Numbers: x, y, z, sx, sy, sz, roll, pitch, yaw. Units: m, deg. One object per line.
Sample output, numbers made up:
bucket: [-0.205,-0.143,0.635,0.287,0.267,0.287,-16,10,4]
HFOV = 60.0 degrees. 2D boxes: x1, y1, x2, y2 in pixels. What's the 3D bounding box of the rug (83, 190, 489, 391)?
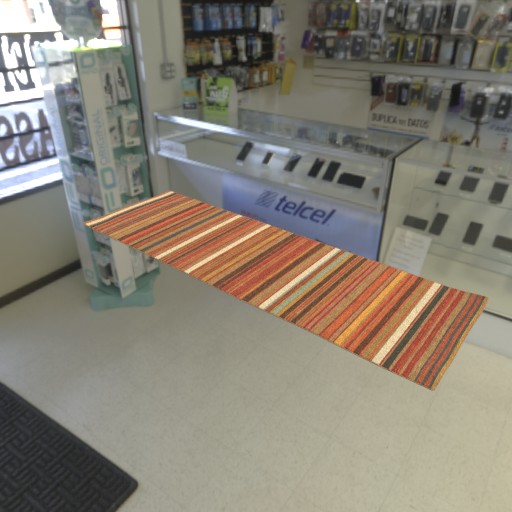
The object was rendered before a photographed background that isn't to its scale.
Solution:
rug: [0.000,0.000,2.677,2.444,0.030,0.799,22,36,33]
